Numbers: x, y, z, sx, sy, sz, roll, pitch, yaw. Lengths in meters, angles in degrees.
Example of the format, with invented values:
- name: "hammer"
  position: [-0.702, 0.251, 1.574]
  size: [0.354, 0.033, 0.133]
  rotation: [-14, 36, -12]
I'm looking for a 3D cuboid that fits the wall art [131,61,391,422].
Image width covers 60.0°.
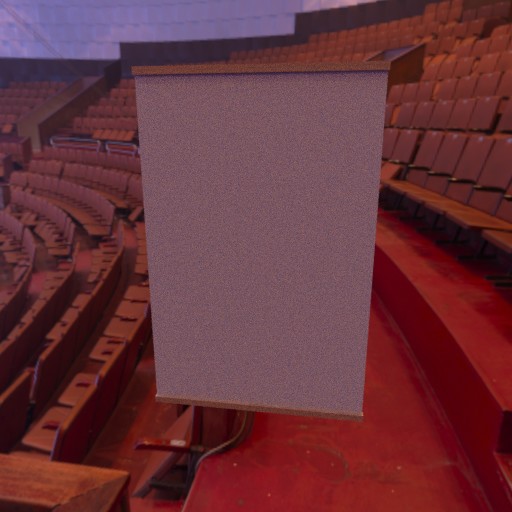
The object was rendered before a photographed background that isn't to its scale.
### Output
- name: "wall art"
  position: [0.000, 0.000, 1.899]
  size: [0.990, 1.519, 0.030]
  rotation: [3, 16, 9]
